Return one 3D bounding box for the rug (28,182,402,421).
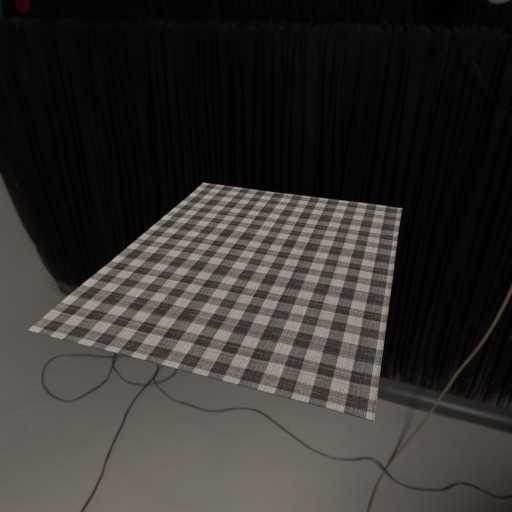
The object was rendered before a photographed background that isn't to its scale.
[{"bbox_3d":[0.000,0.000,4.069,2.432,0.013,3.021,10,32,16],"label":"rug"}]
